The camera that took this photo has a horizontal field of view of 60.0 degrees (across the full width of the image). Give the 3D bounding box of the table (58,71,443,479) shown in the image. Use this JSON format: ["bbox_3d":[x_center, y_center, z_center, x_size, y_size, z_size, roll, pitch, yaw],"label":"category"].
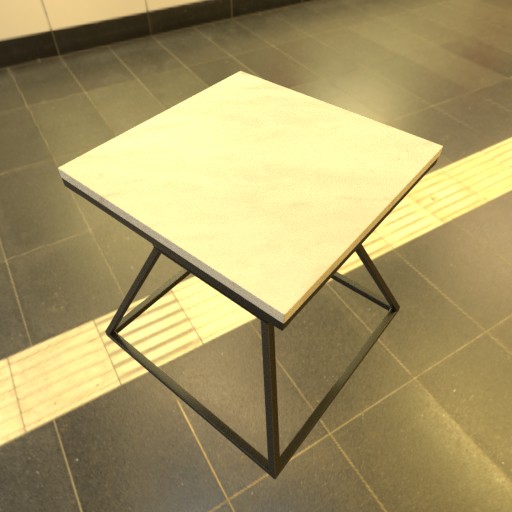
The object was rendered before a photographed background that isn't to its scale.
[{"bbox_3d":[0.000,0.000,0.813,0.455,0.431,0.455,31,54,26],"label":"table"}]
